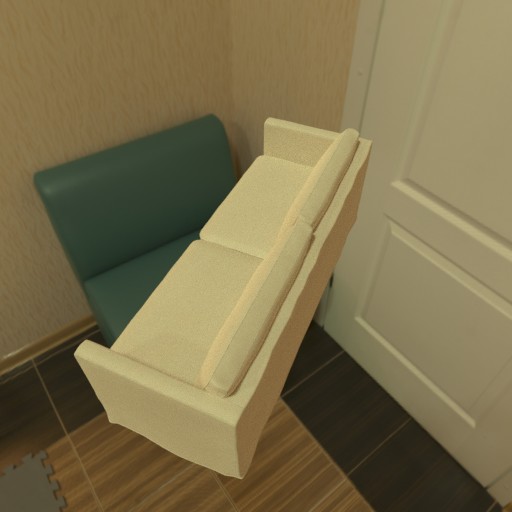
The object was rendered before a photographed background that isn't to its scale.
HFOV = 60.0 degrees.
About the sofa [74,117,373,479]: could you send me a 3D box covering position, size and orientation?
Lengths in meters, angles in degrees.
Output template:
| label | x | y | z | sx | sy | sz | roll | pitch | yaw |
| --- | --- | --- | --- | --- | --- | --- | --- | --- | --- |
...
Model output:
| label | x | y | z | sx | sy | sz | roll | pitch | yaw |
| --- | --- | --- | --- | --- | --- | --- | --- | --- | --- |
| sofa | 0.000 | 0.000 | 3.375 | 1.036 | 0.999 | 2.779 | 18 | 49 | 16 |
